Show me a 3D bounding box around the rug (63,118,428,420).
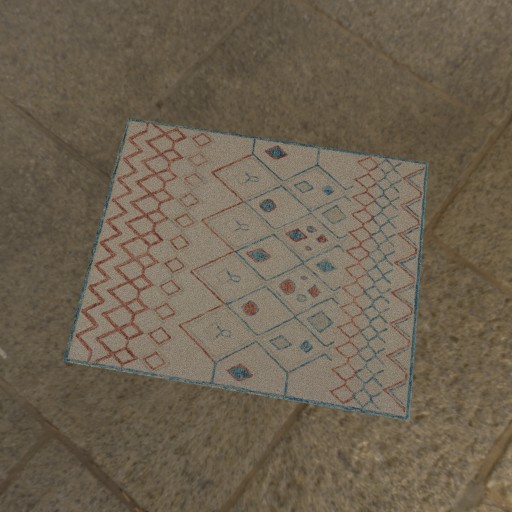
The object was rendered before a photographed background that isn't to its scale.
[{"bbox_3d":[0.000,0.000,4.142,3.050,0.016,2.441,9,76,2],"label":"rug"}]
